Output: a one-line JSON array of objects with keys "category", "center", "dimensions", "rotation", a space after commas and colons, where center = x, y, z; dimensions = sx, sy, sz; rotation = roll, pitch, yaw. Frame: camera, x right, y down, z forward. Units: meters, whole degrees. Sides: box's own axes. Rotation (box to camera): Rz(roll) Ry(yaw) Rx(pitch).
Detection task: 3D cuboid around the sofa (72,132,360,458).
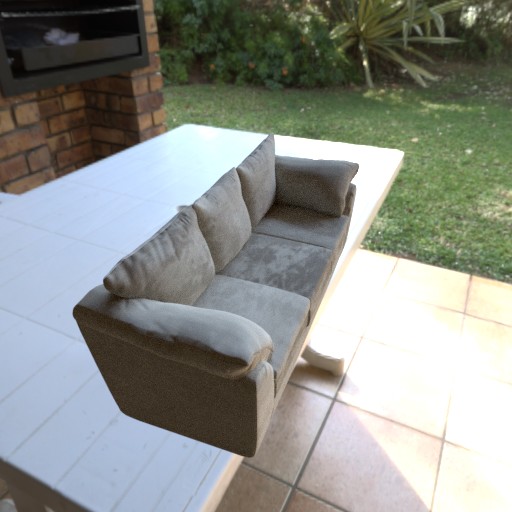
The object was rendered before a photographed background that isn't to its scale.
[{"category": "sofa", "center": [0.000, 0.000, 2.820], "dimensions": [0.893, 0.981, 2.377], "rotation": [11, 33, 18]}]
